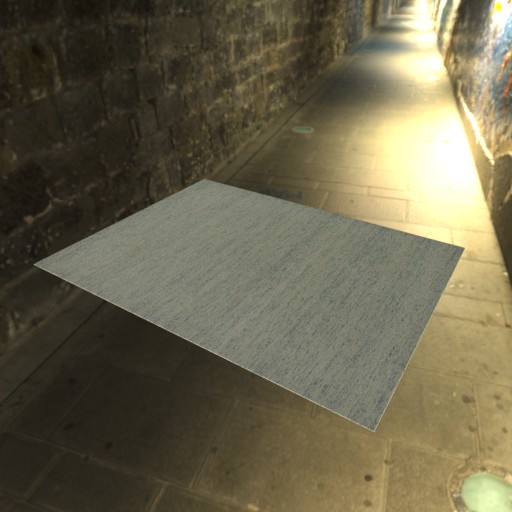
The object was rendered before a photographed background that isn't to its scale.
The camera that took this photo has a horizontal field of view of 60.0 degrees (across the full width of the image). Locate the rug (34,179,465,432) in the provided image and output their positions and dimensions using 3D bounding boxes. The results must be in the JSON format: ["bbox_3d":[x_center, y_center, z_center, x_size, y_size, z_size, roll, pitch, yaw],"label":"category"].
[{"bbox_3d":[0.000,0.000,4.125,3.197,0.006,2.438,19,36,28],"label":"rug"}]
